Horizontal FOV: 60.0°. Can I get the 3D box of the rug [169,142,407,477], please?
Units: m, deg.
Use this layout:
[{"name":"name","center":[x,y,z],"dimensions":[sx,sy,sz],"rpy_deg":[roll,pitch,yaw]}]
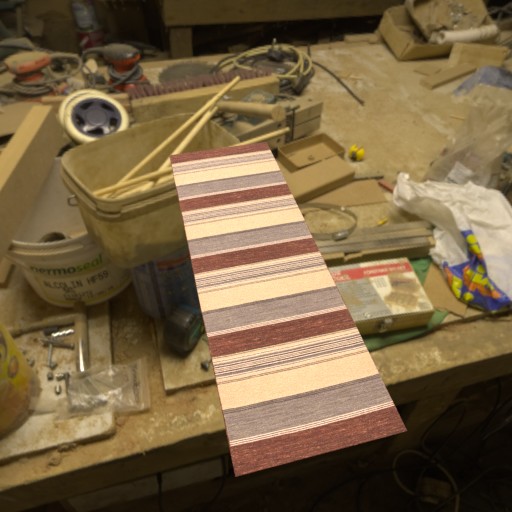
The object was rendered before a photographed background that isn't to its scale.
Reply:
[{"name":"rug","center":[0.000,0.000,2.743],"dimensions":[0.792,0.006,2.437],"rpy_deg":[-10,48,-10]}]
